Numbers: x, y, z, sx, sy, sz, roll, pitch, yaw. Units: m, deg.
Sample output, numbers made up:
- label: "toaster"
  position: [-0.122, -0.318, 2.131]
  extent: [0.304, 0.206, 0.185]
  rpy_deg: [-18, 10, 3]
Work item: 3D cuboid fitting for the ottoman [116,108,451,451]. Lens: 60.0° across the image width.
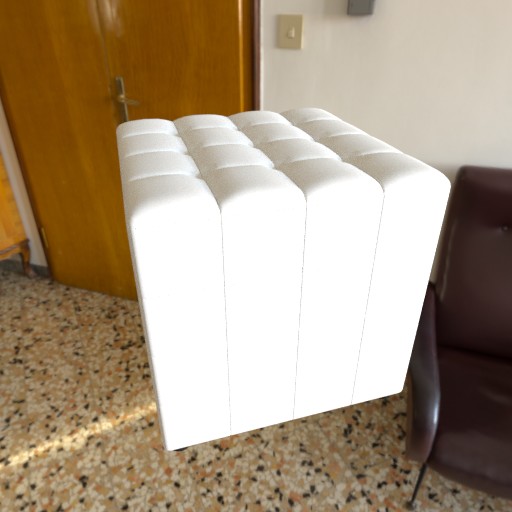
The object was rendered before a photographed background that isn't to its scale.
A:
- label: "ottoman"
  position: [0.000, 0.000, 0.813]
  extent: [0.425, 0.432, 0.425]
  rpy_deg: [-9, 32, -14]
